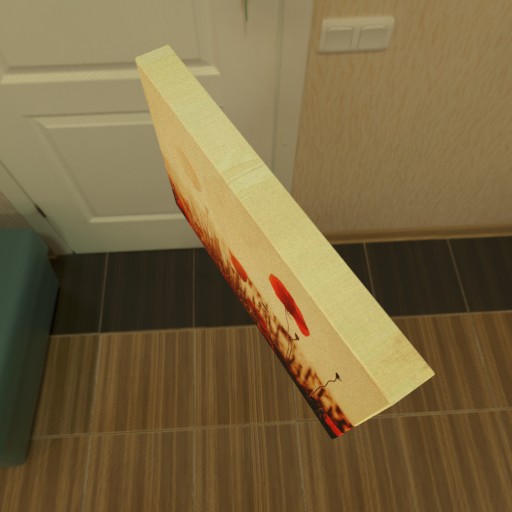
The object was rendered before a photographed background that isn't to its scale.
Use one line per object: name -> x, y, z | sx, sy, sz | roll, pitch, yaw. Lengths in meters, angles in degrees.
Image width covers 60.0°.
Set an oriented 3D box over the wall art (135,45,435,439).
wall art -> 0.000, 0.000, 0.472 | 0.037, 0.251, 0.383 | -29, 66, -14
